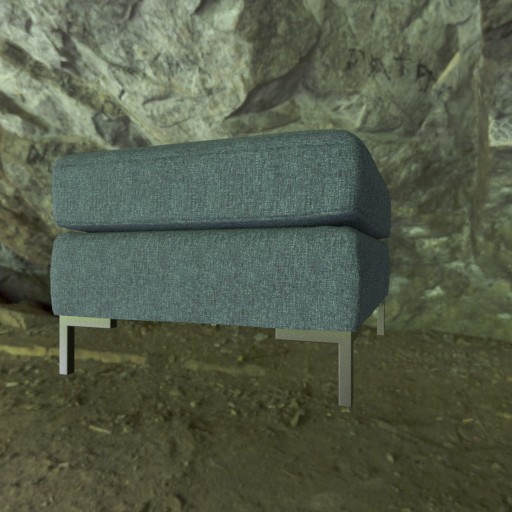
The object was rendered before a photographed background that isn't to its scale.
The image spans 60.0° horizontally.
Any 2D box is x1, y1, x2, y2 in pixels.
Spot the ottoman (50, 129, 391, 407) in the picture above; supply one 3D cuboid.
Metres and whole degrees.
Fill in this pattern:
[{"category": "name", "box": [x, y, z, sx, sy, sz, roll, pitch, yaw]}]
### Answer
[{"category": "ottoman", "box": [0.000, 0.000, 1.253, 0.695, 0.533, 0.831, 0, 0, 20]}]
